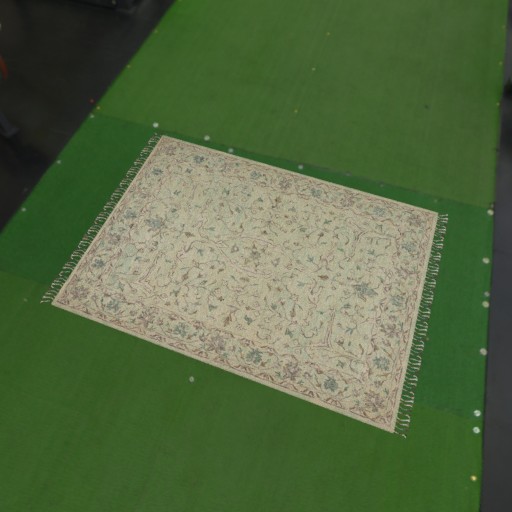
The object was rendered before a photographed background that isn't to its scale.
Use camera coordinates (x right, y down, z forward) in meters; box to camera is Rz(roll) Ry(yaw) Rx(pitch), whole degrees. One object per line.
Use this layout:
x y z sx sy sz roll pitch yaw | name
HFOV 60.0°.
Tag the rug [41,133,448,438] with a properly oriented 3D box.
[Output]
0.000 0.000 2.304 1.802 0.008 1.247 18 61 10 | rug
